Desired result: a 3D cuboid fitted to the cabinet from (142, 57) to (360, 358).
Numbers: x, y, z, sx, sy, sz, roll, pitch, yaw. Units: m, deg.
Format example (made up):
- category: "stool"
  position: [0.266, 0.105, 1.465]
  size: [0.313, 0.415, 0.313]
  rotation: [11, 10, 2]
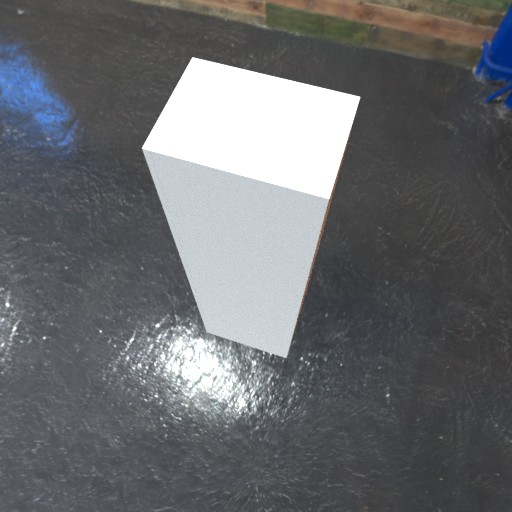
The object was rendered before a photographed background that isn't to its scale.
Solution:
- category: "cabinet"
  position: [0.000, 0.000, 1.562]
  size: [0.400, 1.350, 0.300]
  rotation: [16, 65, 8]
